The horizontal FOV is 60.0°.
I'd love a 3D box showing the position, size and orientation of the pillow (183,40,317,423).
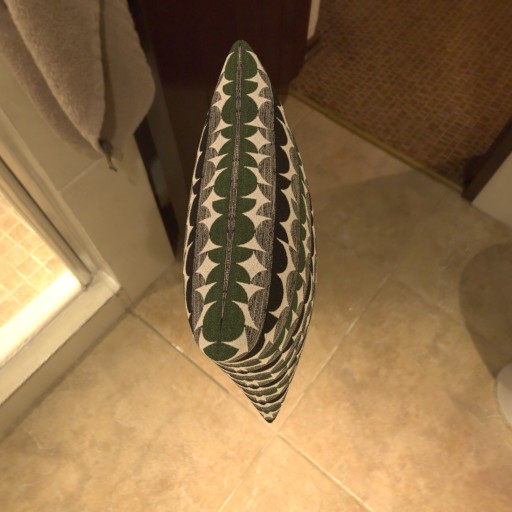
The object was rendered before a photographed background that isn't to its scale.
[{"bbox_3d":[0.000,0.000,0.650,0.180,0.404,0.419,2,63,1],"label":"pillow"}]
